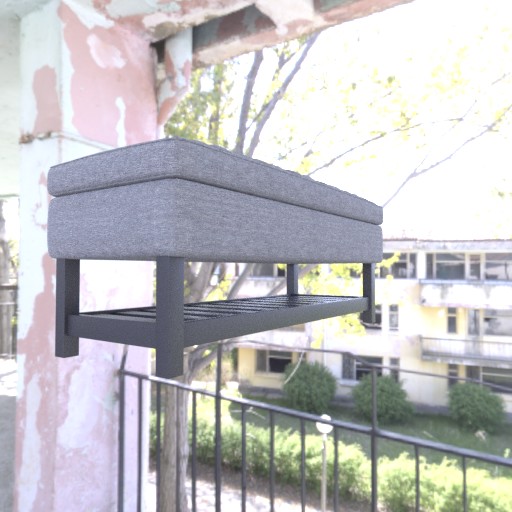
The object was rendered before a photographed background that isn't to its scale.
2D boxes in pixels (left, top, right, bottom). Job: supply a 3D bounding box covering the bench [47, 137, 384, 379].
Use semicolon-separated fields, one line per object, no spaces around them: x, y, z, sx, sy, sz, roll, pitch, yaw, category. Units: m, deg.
0.000;0.000;1.321;0.429;0.470;1.100;-1;-2;35;bench
